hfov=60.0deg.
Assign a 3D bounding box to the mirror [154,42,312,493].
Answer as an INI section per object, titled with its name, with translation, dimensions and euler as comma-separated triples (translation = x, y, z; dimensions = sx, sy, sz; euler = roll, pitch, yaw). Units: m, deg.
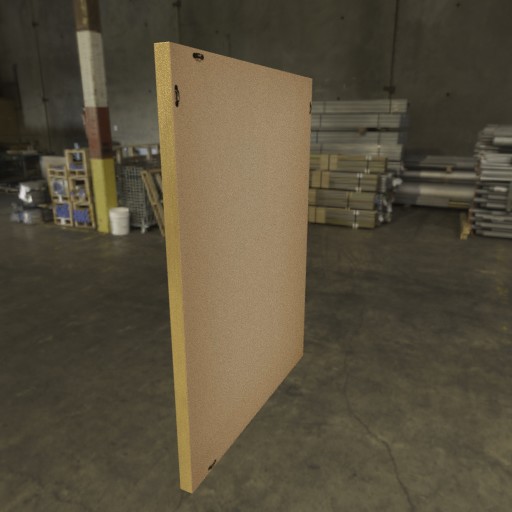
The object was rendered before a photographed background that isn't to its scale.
[mirror]
translation = 0.000, 0.000, 1.280
dimensions = 0.040, 1.016, 0.762
euler = 8, 18, 25
